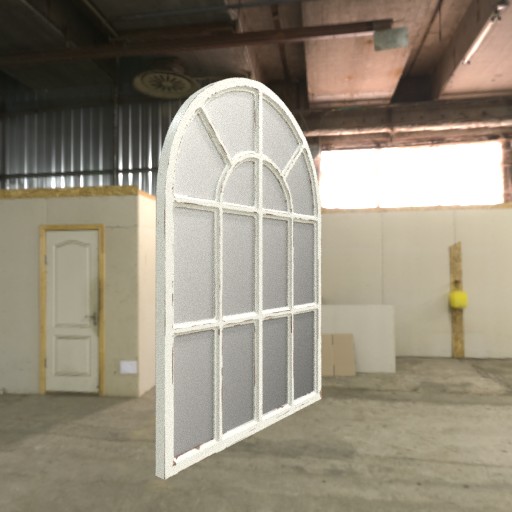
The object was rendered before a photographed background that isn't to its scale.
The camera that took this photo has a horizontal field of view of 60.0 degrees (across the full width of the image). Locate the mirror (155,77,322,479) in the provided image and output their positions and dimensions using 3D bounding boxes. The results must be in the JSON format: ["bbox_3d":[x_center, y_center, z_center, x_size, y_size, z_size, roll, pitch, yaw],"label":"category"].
[{"bbox_3d":[0.000,0.000,1.183,0.032,0.920,0.660,0,-1,37],"label":"mirror"}]
